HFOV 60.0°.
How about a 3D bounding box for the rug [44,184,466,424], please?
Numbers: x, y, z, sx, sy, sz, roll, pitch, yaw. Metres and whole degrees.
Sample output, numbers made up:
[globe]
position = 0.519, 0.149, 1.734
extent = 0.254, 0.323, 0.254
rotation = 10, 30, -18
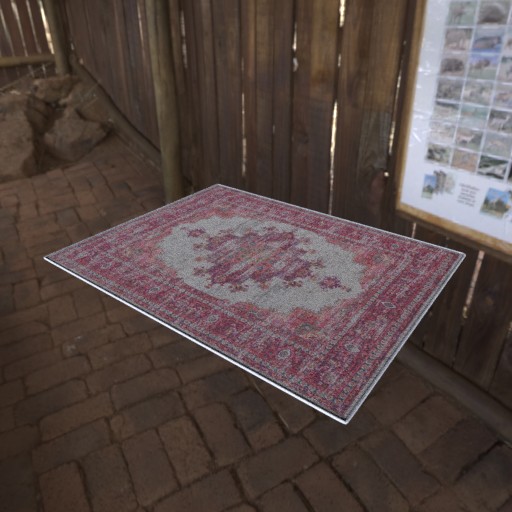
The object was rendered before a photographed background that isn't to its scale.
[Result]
[rug]
position = 0.000, 0.000, 4.145
extent = 3.123, 0.017, 2.447
rotation = 20, 35, 32
